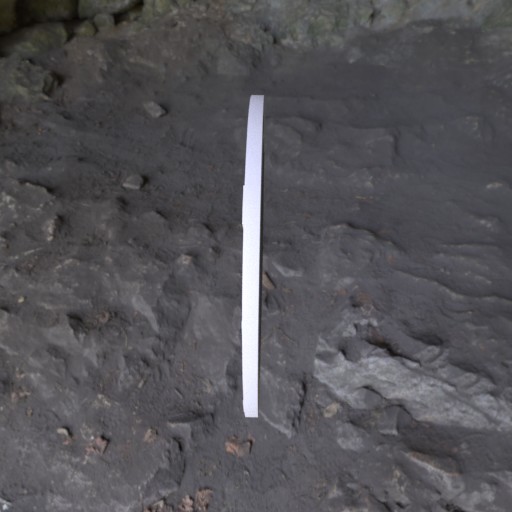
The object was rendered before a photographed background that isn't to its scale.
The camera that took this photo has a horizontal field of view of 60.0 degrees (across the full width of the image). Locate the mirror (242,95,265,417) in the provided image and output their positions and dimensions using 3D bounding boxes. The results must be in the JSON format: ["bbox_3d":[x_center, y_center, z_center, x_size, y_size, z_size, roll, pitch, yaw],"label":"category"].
[{"bbox_3d":[0.000,0.000,1.338,0.038,0.914,0.914,1,38,1],"label":"mirror"}]
